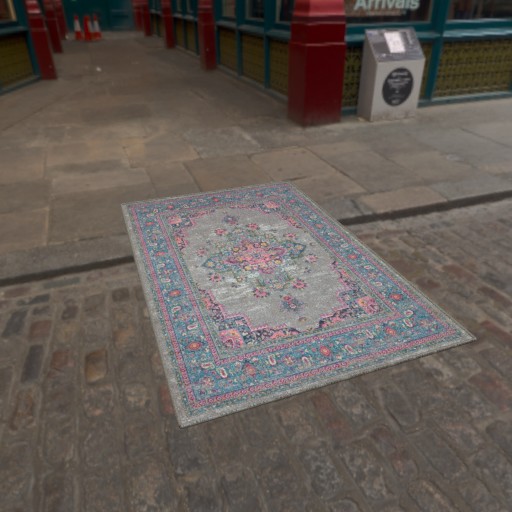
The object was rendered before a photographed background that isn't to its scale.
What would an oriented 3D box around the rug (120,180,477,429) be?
[{"bbox_3d":[0.000,0.000,2.207,1.144,0.014,1.748,-11,33,-17],"label":"rug"}]
